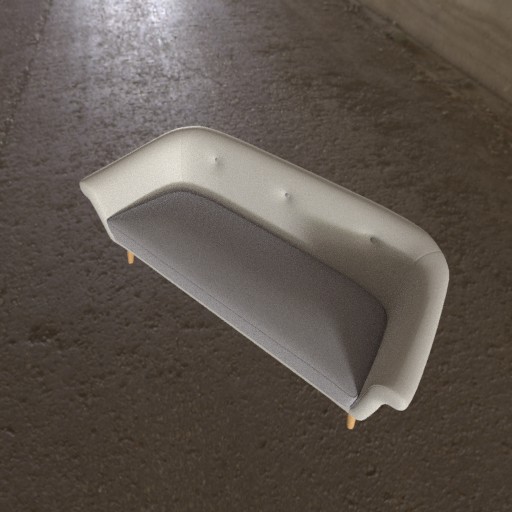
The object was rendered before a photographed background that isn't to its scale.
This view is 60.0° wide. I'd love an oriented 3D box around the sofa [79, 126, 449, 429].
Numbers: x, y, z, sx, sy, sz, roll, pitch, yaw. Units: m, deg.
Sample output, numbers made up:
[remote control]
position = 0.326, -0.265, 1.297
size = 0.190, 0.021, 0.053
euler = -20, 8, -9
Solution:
[sofa]
position = 0.000, 0.000, 2.510
size = 2.160, 0.795, 0.827
euler = 32, 53, 27
